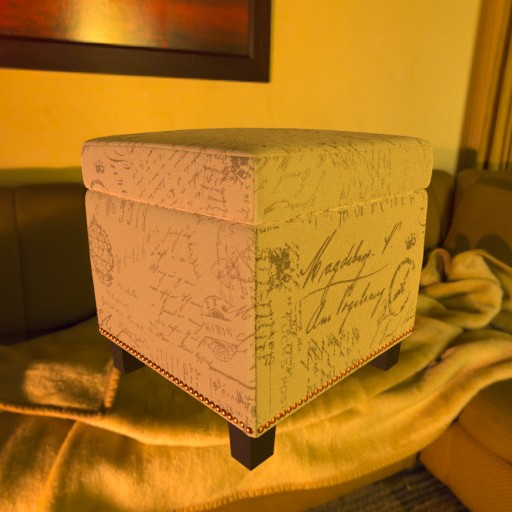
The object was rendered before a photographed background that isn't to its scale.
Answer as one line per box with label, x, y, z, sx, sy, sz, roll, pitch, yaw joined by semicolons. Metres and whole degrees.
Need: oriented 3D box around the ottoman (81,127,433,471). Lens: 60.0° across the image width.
ottoman;0.000;0.000;0.823;0.450;0.457;0.449;-16;23;-42
